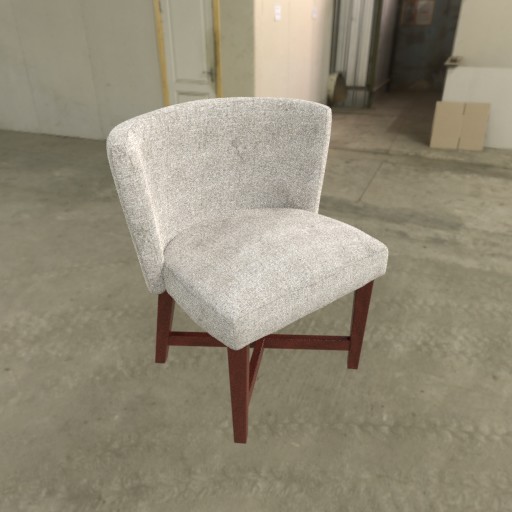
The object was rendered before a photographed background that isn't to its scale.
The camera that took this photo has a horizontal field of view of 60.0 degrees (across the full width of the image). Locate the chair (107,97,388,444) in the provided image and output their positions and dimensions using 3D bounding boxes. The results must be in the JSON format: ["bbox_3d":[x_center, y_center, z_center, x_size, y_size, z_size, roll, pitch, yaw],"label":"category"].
[{"bbox_3d":[0.000,0.000,1.334,0.728,0.827,0.575,-21,36,-33],"label":"chair"}]
